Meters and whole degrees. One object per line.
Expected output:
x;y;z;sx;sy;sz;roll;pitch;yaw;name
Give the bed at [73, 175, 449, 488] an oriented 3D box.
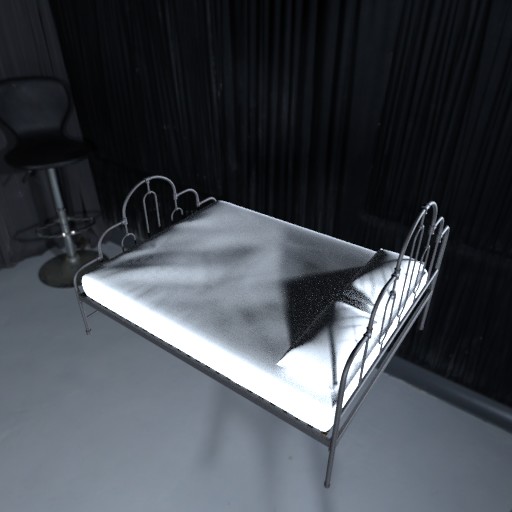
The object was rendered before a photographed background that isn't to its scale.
0.000;0.000;3.163;2.163;1.429;1.640;21;39;29;bed
